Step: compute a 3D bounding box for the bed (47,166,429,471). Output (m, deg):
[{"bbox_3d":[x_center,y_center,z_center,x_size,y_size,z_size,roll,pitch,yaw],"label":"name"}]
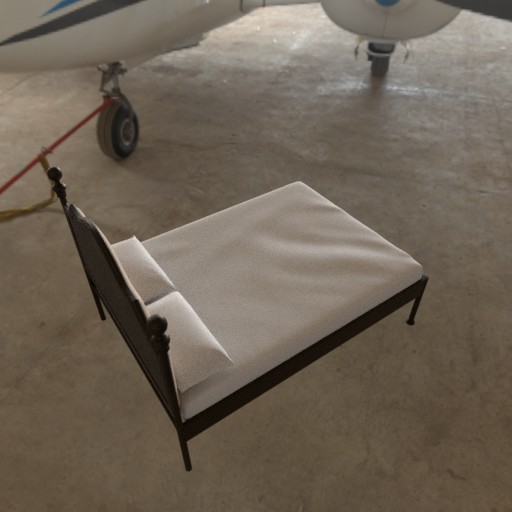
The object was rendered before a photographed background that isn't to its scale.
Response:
[{"bbox_3d":[0.000,0.000,3.339,2.224,1.499,1.642,-25,47,-25],"label":"bed"}]
